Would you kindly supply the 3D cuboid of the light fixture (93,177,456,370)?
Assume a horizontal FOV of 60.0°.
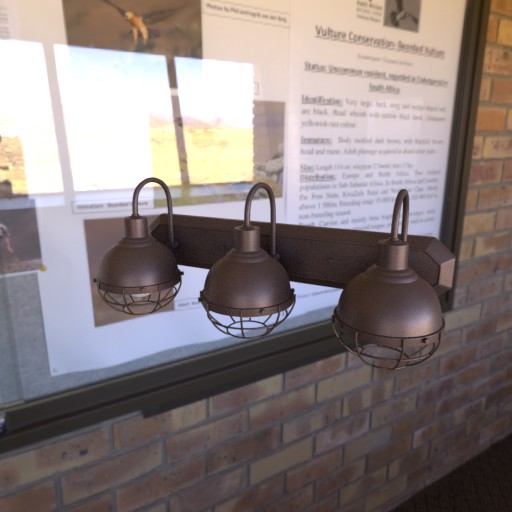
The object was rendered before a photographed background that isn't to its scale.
[{"bbox_3d":[0.000,0.000,0.781,0.634,0.254,0.229,7,16,25],"label":"light fixture"}]
